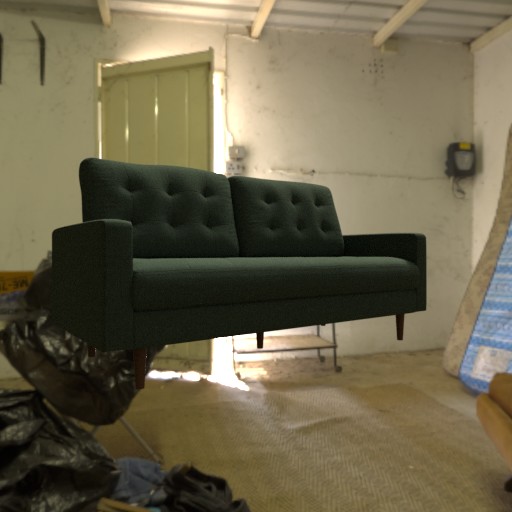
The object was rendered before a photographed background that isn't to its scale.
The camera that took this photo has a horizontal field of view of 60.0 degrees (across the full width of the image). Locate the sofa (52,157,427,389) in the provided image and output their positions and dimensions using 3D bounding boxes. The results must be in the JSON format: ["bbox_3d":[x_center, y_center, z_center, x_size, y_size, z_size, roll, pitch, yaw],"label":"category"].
[{"bbox_3d":[0.000,0.000,2.554,2.010,1.050,0.966,0,0,-36],"label":"sofa"}]
